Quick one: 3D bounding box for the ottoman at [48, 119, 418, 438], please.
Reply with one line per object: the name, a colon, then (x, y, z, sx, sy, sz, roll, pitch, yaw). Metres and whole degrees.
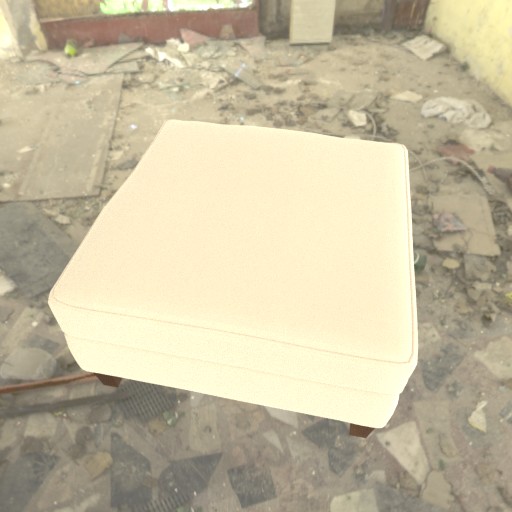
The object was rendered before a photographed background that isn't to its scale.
ottoman: (0.000, 0.000, 1.340, 0.838, 0.479, 0.838, 8, 47, 8)
